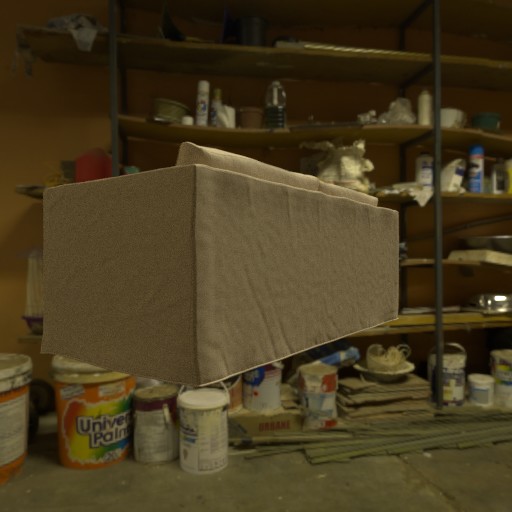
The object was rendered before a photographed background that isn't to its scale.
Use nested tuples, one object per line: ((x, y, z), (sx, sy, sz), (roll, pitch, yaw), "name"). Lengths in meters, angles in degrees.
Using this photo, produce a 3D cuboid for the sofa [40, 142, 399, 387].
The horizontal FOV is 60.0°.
((0.000, 0.000, 2.430), (0.962, 0.835, 1.959), (0, 0, 36), "sofa")
